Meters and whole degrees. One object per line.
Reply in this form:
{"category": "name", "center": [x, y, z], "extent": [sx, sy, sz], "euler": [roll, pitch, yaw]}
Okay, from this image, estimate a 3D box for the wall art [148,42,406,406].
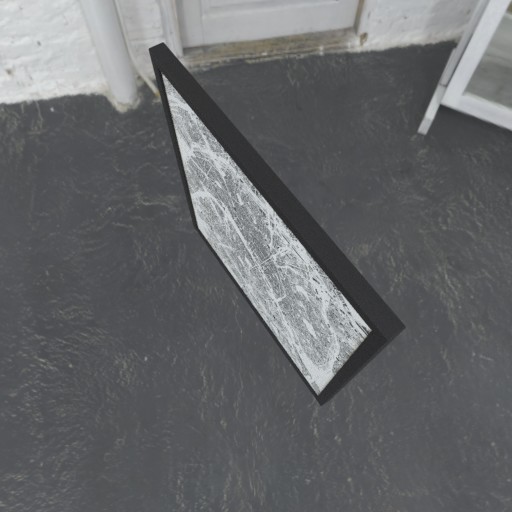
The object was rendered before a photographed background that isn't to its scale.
{"category": "wall art", "center": [0.000, 0.000, 1.151], "extent": [0.037, 0.763, 0.763], "euler": [-31, 68, -14]}
